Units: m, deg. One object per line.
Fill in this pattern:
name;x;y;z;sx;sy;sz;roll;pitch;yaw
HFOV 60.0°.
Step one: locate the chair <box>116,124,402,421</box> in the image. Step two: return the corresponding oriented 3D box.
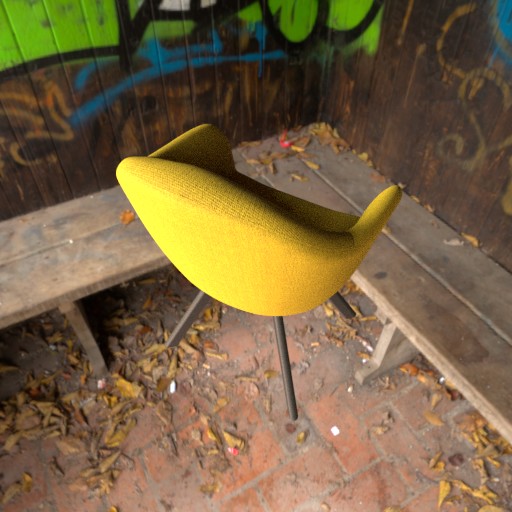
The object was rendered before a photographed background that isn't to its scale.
chair;0.000;0.000;1.192;0.590;0.795;0.550;24;50;21
